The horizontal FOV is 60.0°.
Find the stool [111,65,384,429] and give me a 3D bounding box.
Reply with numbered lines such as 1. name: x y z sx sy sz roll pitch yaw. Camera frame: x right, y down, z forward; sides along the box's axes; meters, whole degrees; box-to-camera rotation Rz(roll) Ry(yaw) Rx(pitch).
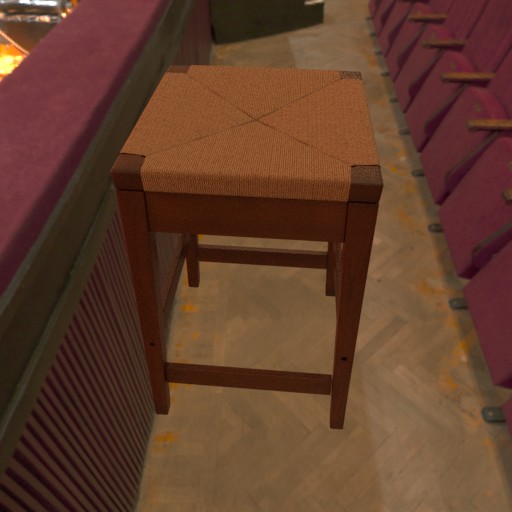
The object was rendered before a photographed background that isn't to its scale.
1. stool: 0.000 0.000 1.101 0.507 0.762 0.497 3 45 4
